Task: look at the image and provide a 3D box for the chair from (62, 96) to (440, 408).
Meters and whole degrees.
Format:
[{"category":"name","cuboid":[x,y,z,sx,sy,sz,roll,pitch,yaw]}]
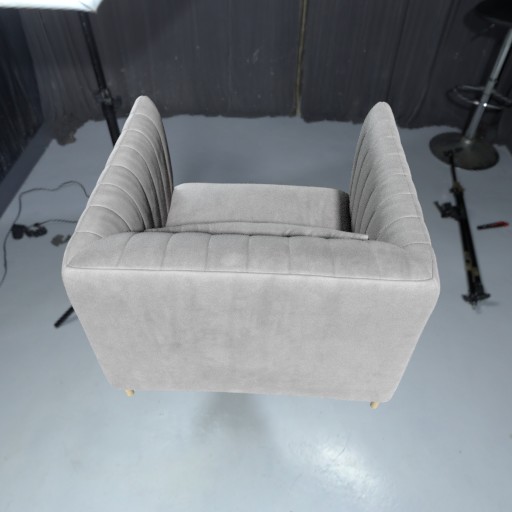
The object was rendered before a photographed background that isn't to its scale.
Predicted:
[{"category":"chair","cuboid":[0.000,0.000,1.578,0.981,0.779,0.873,2,47,2]}]
